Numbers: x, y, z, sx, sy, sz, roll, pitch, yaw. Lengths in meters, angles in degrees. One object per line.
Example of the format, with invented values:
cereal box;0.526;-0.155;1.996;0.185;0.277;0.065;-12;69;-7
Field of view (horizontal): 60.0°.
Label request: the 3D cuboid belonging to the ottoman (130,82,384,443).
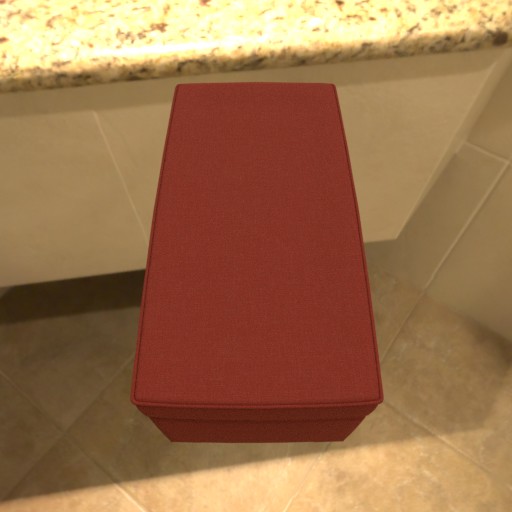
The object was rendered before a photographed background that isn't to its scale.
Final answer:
ottoman;0.000;0.000;1.247;0.497;0.454;0.948;0;58;0
